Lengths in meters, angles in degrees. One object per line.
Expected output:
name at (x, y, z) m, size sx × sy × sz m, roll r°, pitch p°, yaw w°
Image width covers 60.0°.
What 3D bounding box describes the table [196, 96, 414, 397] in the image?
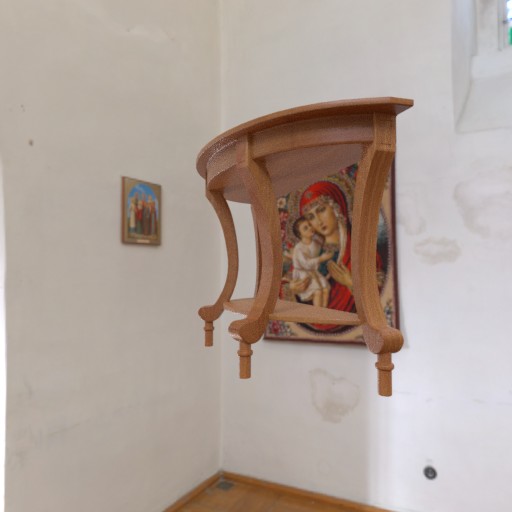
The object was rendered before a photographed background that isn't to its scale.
table at (0.000, 0.000, 1.525) m, size 0.394 × 0.692 × 1.198 m, roll 1°, pitch -2°, yaw -17°
